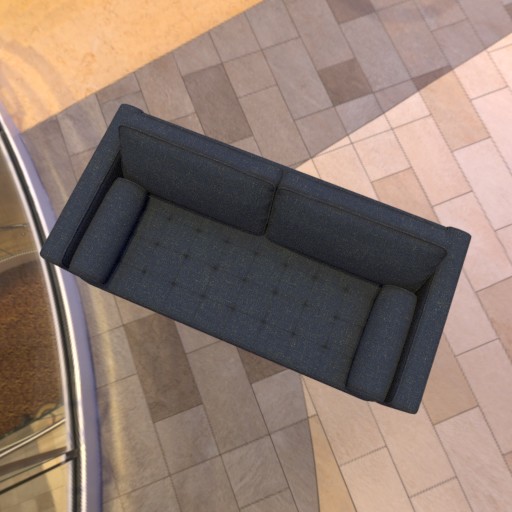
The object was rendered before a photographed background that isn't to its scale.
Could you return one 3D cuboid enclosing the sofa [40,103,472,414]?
[{"bbox_3d":[0.000,0.000,2.280,1.880,0.762,0.914,22,77,5],"label":"sofa"}]
